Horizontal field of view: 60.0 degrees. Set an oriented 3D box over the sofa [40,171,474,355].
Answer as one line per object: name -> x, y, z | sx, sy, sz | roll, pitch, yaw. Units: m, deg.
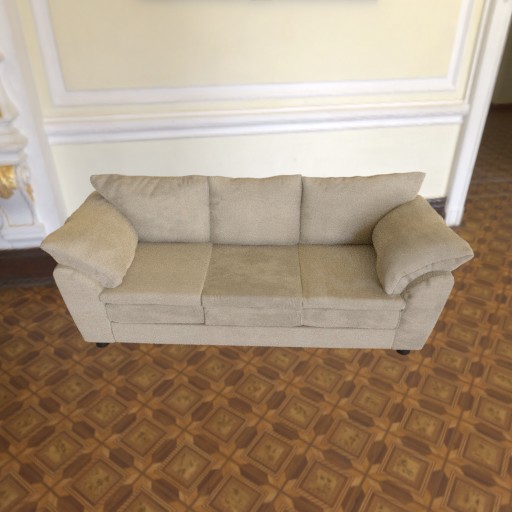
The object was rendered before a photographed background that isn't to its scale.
sofa -> 0.000, 0.000, 2.886 | 2.377, 0.981, 0.893 | 1, 31, 2
